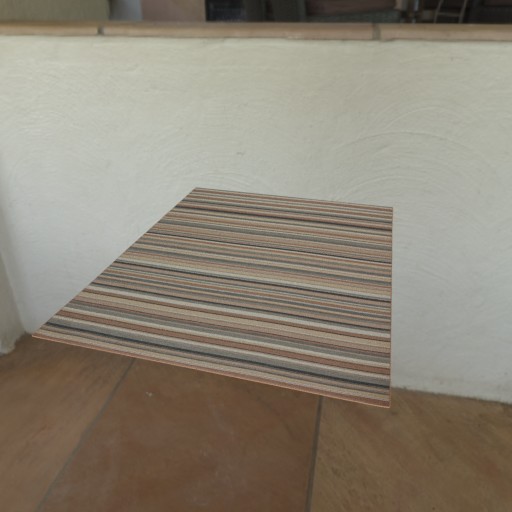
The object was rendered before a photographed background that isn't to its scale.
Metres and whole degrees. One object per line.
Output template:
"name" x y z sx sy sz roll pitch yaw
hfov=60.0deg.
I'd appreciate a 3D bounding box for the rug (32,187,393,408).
"rug" 0.000 0.000 4.103 2.436 0.011 3.045 8 30 13
